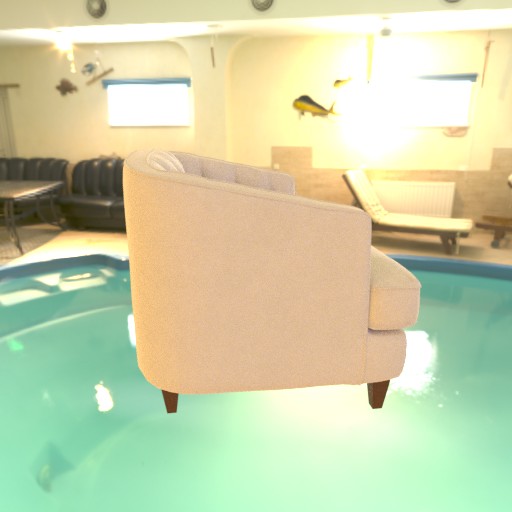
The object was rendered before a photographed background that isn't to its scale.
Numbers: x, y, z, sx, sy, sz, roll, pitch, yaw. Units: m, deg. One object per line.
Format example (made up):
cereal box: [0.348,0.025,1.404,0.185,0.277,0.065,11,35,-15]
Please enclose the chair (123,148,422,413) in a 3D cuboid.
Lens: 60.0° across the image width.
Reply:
chair: [0.000,0.000,1.825,0.941,0.852,1.104,-3,17,-8]
